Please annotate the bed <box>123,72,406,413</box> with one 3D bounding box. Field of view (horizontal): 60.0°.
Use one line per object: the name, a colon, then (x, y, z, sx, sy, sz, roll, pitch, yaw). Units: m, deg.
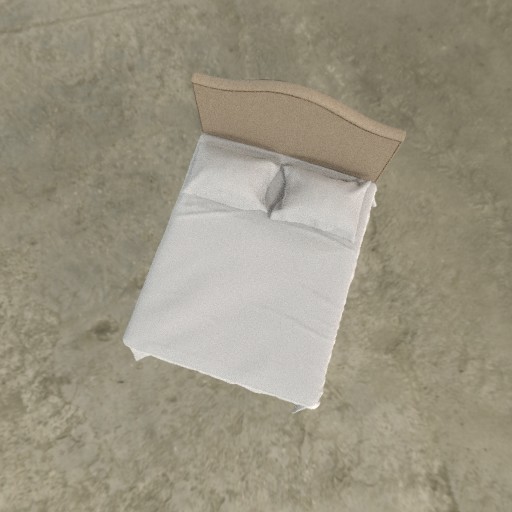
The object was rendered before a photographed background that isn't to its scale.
bed: (0.000, 0.000, 3.535, 1.876, 1.645, 2.221, 17, 77, 4)
